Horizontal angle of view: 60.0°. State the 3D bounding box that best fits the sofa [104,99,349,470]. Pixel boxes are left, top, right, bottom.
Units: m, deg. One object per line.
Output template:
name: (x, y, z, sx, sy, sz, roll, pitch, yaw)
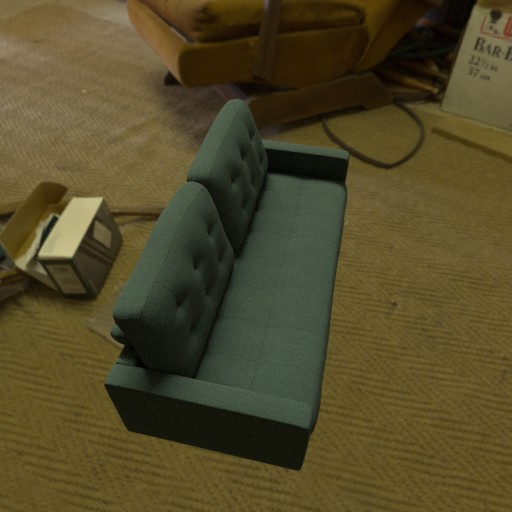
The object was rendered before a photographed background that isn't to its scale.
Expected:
sofa: (0.000, 0.000, 2.585, 0.966, 1.050, 2.010, 9, 47, 9)
